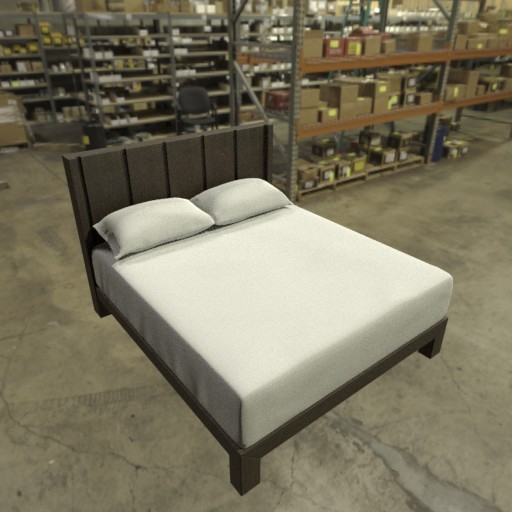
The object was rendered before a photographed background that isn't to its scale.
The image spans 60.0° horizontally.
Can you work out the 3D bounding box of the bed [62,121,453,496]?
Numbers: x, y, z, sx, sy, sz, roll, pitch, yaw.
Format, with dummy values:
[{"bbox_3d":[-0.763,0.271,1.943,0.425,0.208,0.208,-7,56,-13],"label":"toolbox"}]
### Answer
[{"bbox_3d":[0.000,0.000,3.032,1.735,1.261,1.992,-20,34,-33],"label":"bed"}]
